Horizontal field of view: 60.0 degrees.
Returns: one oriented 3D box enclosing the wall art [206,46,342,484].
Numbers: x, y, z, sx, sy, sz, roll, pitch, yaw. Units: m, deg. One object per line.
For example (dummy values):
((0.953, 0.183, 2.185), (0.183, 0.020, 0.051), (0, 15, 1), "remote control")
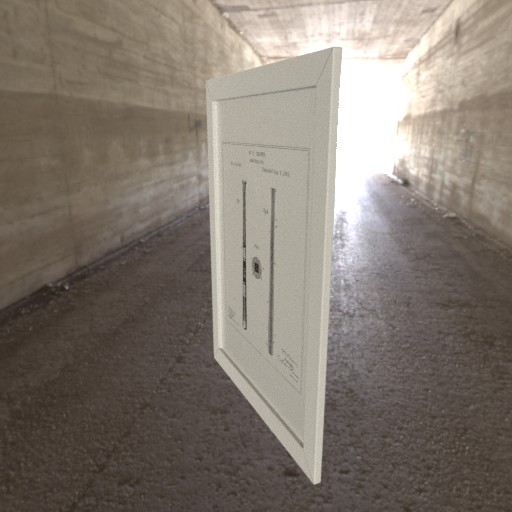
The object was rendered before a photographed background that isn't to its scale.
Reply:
((0.000, 0.000, 0.673), (0.012, 0.529, 0.374), (-8, 18, -25), "wall art")
